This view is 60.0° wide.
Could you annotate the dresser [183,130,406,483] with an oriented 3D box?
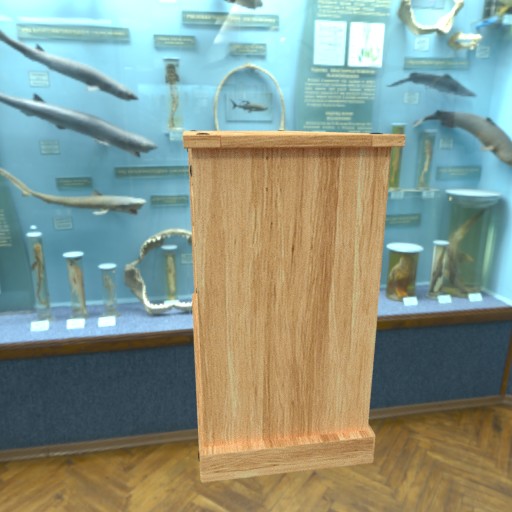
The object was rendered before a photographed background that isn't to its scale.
[{"bbox_3d":[0.000,0.000,1.364,0.410,0.740,0.990,-2,16,-9],"label":"dresser"}]
